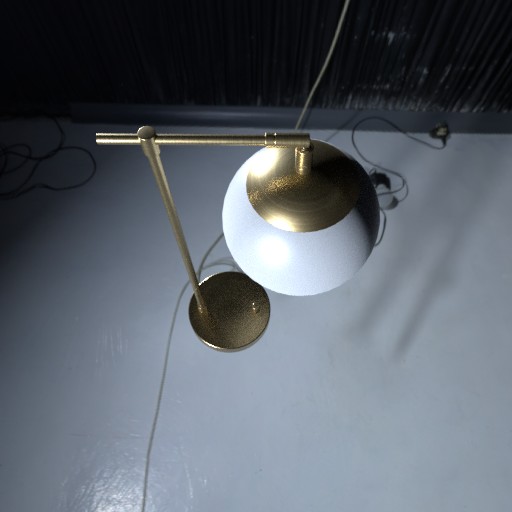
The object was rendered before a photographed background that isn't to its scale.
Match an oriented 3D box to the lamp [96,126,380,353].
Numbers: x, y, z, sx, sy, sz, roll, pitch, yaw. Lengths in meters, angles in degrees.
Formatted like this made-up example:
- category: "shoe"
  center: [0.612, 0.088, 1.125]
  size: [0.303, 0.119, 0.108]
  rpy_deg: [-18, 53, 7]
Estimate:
- category: "lamp"
  center: [0.000, 0.000, 0.695]
  size: [0.324, 0.559, 0.207]
  rpy_deg: [0, 64, 0]
